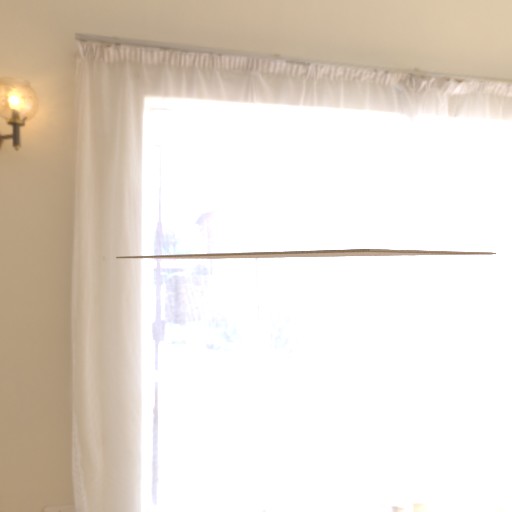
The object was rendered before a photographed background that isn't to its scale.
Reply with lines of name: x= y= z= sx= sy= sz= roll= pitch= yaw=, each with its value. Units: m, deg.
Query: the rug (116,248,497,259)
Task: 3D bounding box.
rug: x=0.000 y=0.000 z=2.648 sx=0.864 sy=0.012 sz=2.388 roll=1 pitch=-1 yaw=-37
